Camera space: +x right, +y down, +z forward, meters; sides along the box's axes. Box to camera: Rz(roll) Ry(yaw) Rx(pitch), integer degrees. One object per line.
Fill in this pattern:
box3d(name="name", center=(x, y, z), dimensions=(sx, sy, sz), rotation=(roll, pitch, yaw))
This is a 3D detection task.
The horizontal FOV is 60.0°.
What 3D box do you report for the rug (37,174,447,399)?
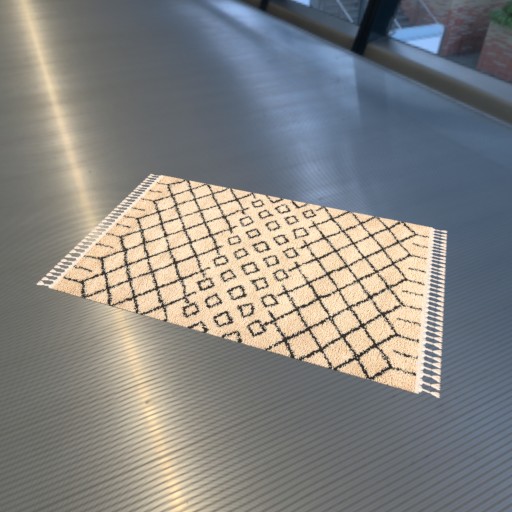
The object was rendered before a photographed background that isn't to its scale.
box3d(name="rug", center=(0.000, 0.000, 2.480), dimensions=(2.006, 0.008, 1.196), rotation=(13, 43, 15))
